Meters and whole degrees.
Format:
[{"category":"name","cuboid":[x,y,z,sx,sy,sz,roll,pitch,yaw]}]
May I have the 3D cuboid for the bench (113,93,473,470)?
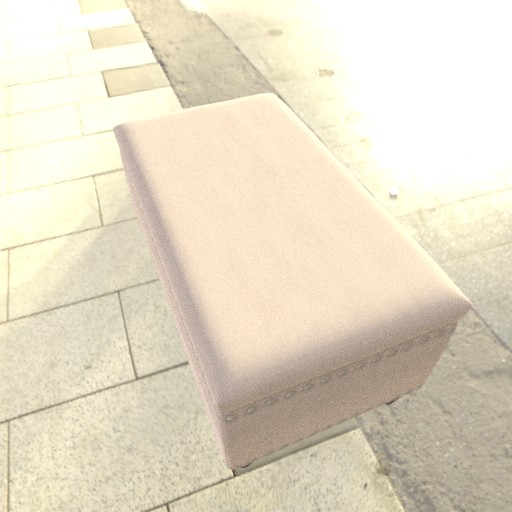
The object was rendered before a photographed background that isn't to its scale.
[{"category":"bench","cuboid":[0.000,0.000,1.165,0.500,0.449,0.887,-17,49,-15]}]
